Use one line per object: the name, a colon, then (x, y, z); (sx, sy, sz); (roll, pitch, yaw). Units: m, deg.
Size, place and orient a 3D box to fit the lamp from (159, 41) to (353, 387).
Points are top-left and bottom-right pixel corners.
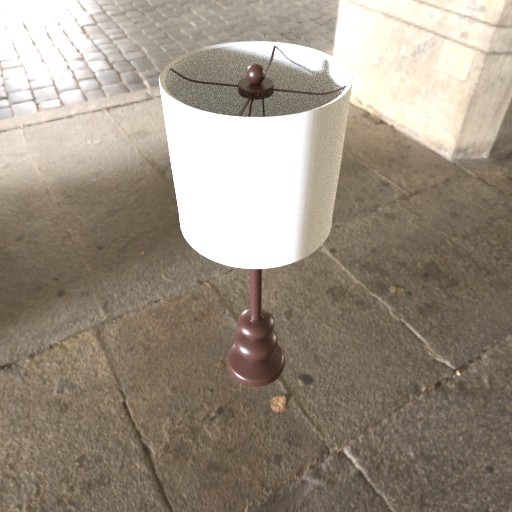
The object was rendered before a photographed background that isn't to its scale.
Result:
lamp: (0.000, 0.000, 0.815); (0.254, 0.690, 0.254); (9, 44, 10)
